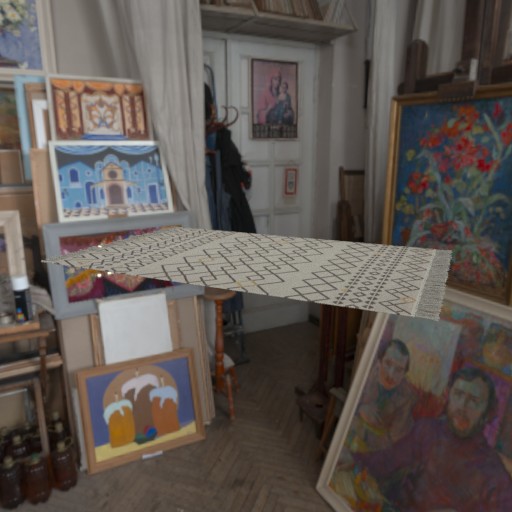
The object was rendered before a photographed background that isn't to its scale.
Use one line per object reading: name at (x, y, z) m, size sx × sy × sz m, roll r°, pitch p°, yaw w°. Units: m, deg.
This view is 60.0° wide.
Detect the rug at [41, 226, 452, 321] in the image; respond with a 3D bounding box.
rug at (0.000, 0.000, 3.076) m, size 2.472 × 0.035 × 1.495 m, roll 6°, pitch 15°, yaw 24°
